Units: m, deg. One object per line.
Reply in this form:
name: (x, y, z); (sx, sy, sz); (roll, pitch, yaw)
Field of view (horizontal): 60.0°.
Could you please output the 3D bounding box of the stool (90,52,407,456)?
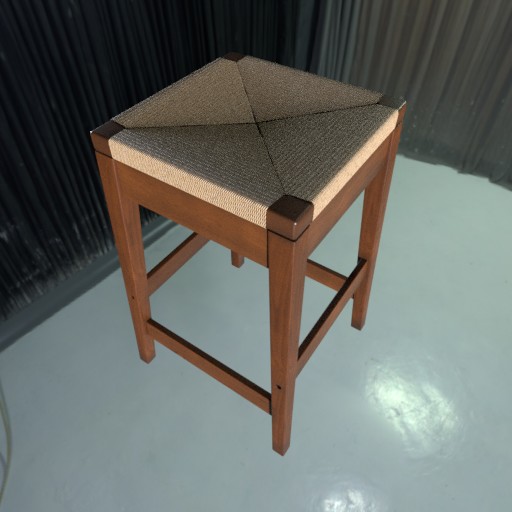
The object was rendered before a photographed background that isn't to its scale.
stool: (0.000, 0.000, 1.098); (0.507, 0.762, 0.497); (26, 52, 23)
